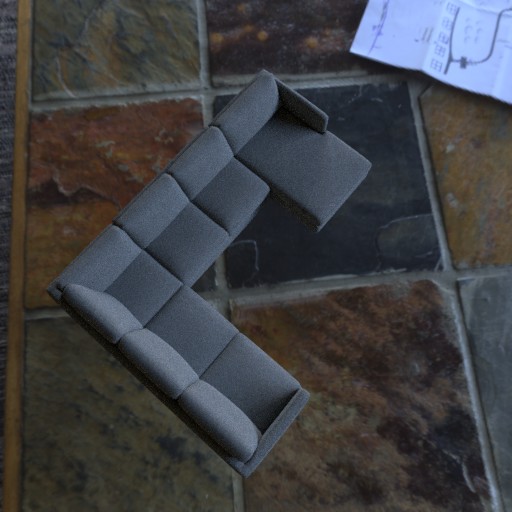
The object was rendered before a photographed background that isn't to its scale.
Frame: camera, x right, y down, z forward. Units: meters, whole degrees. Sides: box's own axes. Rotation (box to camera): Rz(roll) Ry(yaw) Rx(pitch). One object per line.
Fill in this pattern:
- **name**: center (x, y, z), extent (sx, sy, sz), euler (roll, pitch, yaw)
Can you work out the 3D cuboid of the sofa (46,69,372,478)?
- **sofa**: center (0.000, 0.000, 4.528), extent (2.551, 0.853, 3.238), euler (39, 78, 10)
